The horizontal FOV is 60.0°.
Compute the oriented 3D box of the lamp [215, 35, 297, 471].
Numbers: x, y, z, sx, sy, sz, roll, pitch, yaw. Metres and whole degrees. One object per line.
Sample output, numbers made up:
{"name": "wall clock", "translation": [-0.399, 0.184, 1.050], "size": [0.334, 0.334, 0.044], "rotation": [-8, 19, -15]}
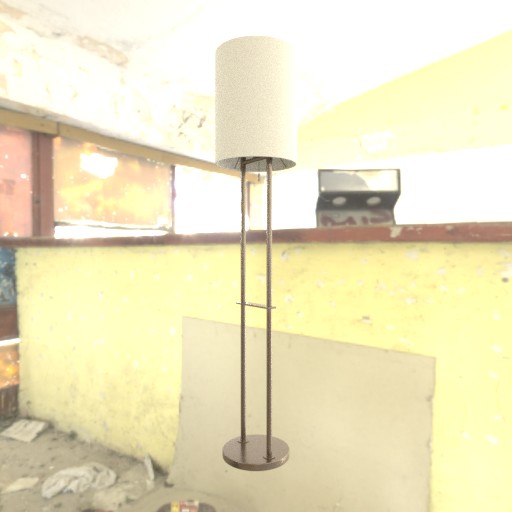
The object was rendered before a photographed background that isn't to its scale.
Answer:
{"name": "lamp", "translation": [0.000, 0.000, 1.663], "size": [0.305, 1.500, 0.306], "rotation": [0, 1, -36]}
